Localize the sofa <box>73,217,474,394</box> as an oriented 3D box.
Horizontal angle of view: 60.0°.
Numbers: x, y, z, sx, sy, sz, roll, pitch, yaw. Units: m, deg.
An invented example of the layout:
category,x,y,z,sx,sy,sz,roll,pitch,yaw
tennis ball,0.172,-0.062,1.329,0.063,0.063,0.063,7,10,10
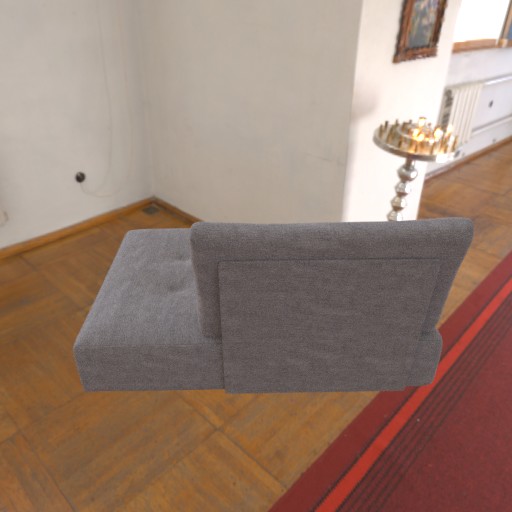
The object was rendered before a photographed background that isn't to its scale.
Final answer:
category,x,y,z,sx,sy,sz,roll,pitch,yaw
sofa,0.000,0.000,1.996,1.450,0.820,1.002,-1,32,-1
